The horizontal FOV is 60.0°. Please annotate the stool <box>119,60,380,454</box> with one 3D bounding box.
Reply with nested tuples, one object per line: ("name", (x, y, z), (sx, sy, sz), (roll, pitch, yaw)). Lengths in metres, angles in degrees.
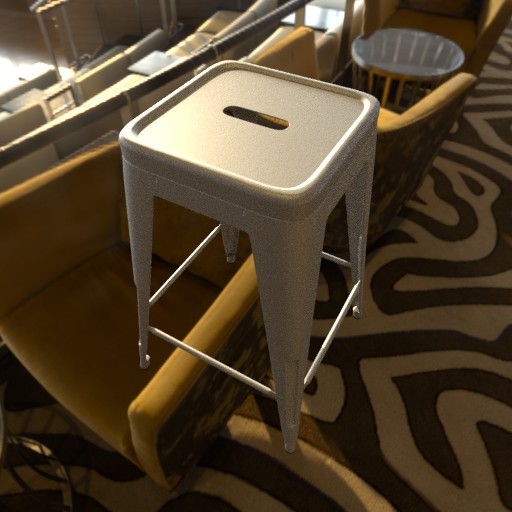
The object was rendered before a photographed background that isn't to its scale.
("stool", (0.000, 0.000, 0.874), (0.406, 0.610, 0.406), (23, 51, 20))
